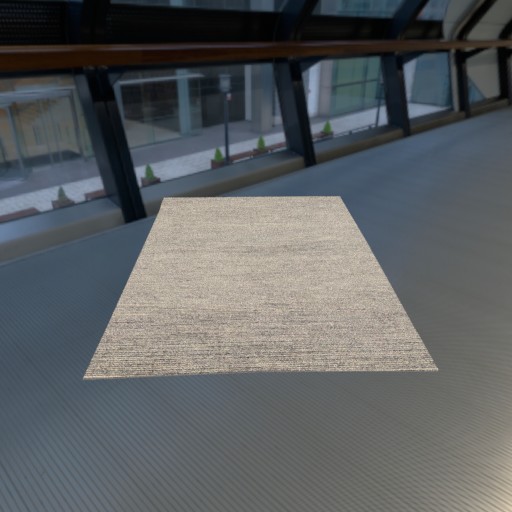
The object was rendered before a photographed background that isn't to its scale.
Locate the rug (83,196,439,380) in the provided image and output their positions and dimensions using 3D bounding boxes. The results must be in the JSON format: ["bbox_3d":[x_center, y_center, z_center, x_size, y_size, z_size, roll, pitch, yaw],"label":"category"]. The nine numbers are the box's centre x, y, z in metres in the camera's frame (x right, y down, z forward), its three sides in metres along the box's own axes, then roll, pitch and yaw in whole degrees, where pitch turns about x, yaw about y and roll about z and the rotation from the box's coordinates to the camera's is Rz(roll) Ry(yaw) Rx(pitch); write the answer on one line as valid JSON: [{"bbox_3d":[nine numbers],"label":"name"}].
[{"bbox_3d":[0.000,0.000,3.002,1.604,0.030,2.307,-1,28,-1],"label":"rug"}]
